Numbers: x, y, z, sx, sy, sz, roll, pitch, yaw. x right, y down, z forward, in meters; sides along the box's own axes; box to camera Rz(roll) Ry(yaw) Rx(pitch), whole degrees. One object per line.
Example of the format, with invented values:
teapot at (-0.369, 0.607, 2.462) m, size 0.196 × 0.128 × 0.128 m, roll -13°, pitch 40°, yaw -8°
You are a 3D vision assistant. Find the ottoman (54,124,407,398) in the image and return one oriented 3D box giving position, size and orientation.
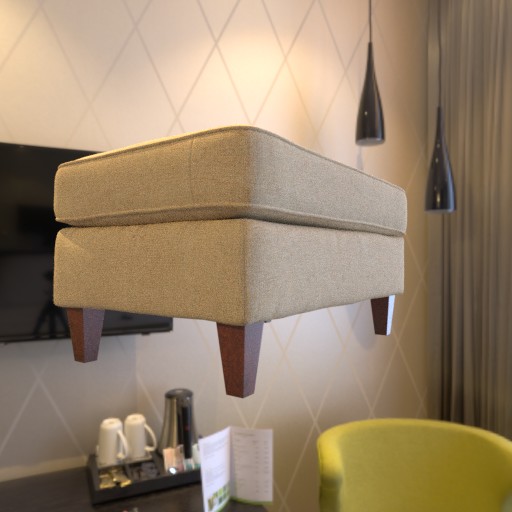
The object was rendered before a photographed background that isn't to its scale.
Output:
ottoman at (0.000, 0.000, 1.199) m, size 0.583 × 0.484 × 0.862 m, roll 0°, pitch 0°, yaw 35°
